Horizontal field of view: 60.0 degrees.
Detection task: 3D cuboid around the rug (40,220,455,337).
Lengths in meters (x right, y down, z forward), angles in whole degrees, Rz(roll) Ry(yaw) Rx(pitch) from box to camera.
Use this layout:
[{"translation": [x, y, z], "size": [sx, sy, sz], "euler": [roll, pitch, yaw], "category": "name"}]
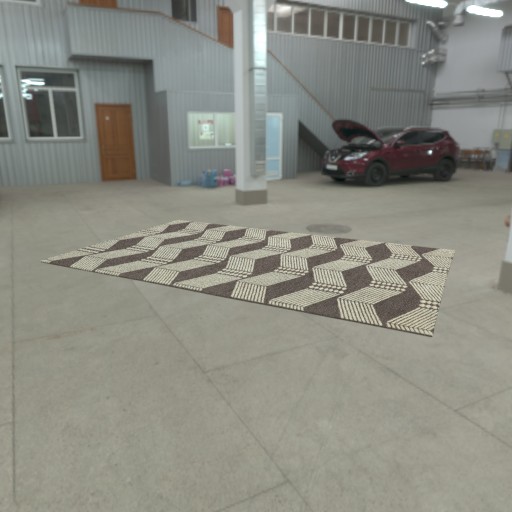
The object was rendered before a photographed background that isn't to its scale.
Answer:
[{"translation": [0.000, 0.000, 3.049], "size": [2.435, 0.011, 1.517], "euler": [8, 18, 26], "category": "rug"}]
